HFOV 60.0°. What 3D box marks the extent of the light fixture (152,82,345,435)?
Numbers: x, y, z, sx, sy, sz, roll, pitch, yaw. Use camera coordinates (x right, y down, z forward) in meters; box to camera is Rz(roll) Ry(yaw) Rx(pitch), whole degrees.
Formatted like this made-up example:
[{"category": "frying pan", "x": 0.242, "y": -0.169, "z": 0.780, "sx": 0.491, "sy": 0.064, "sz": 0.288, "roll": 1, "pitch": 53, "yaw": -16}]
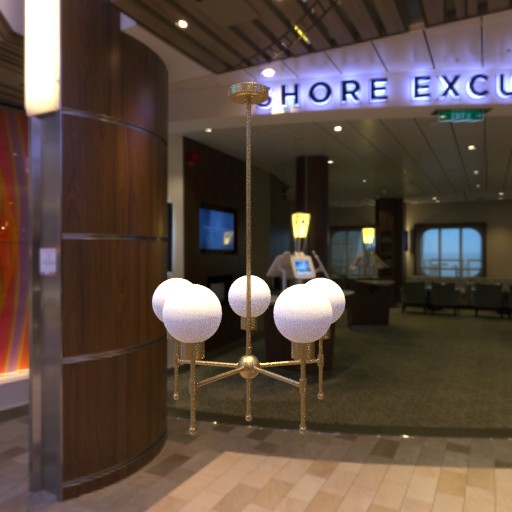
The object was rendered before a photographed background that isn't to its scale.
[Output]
[{"category": "light fixture", "x": 0.000, "y": 0.000, "z": 1.793, "sx": 0.785, "sy": 1.331, "sz": 0.815, "roll": 0, "pitch": 0, "yaw": -18}]
